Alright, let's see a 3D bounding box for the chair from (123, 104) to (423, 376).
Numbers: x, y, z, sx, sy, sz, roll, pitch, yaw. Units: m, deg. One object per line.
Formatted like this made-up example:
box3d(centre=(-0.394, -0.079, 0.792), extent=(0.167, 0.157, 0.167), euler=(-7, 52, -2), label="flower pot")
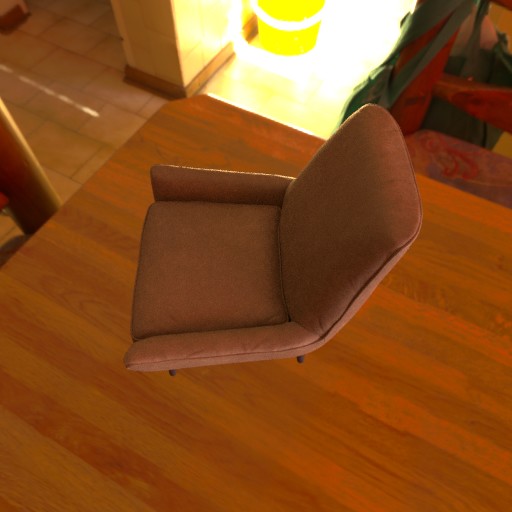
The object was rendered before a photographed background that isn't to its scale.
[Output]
box3d(centre=(0.000, 0.000, 1.514), extent=(0.824, 0.888, 0.787), euler=(-1, 58, -1), label="chair")
